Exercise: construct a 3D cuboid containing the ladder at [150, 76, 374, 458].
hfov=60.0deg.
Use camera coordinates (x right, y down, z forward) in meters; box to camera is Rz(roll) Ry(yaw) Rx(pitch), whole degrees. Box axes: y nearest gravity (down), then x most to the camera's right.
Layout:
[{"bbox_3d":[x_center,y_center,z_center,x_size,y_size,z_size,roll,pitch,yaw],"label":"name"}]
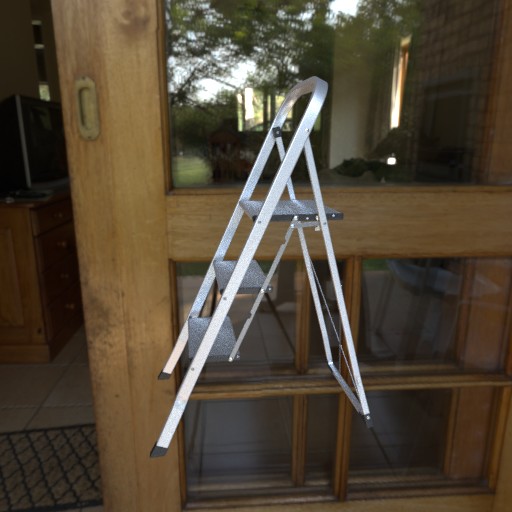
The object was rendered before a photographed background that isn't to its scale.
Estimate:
[{"bbox_3d":[0.000,0.000,1.433,0.704,1.070,0.465,-2,15,-9],"label":"ladder"}]
